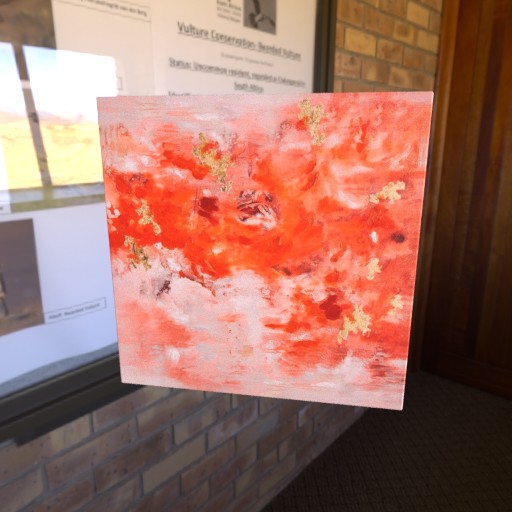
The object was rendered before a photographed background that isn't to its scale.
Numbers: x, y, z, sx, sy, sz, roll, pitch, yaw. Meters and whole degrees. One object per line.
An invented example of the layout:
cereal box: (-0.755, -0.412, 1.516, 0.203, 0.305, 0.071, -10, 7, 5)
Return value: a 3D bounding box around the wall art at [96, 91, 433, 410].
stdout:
wall art: (0.000, 0.000, 1.282, 0.878, 0.878, 0.066, 3, 15, 10)
